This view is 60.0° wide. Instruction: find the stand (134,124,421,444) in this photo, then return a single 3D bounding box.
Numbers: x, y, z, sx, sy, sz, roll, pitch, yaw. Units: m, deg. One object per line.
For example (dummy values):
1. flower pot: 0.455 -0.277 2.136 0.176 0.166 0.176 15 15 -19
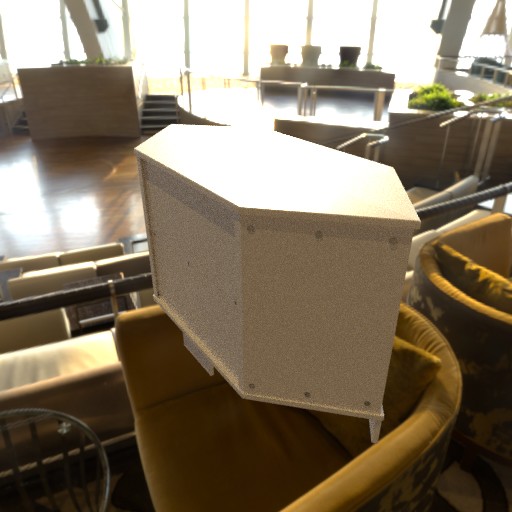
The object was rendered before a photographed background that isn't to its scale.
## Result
1. stand: 0.000 0.000 1.361 0.477 0.614 1.072 -18 33 -31
